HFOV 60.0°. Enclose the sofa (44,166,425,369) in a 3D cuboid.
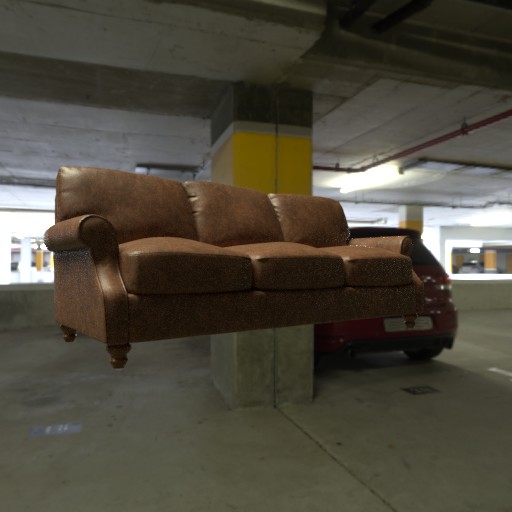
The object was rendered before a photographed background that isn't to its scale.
[{"bbox_3d":[0.000,0.000,2.777,2.351,0.977,0.973,1,-2,-36],"label":"sofa"}]
